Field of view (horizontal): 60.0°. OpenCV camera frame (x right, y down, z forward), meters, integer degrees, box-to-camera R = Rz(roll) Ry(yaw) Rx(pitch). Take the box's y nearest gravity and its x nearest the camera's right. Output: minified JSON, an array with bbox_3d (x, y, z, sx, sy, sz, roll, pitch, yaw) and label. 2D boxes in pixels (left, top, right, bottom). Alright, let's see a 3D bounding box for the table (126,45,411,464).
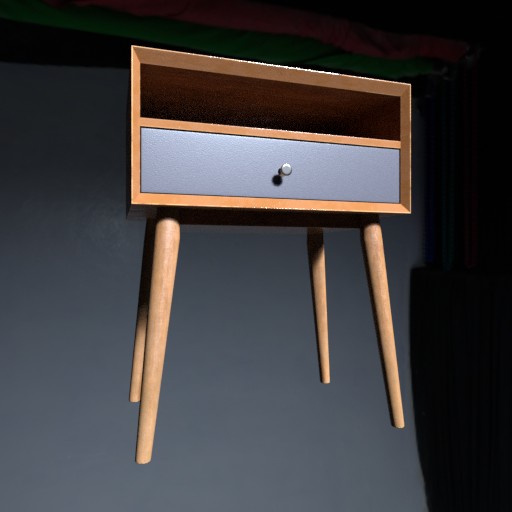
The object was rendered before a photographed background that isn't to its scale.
[{"bbox_3d":[0.000,0.000,0.819,0.454,0.580,0.307,0,0,-18],"label":"table"}]
